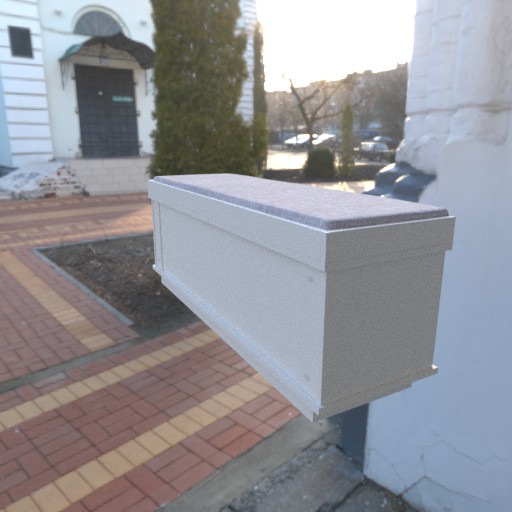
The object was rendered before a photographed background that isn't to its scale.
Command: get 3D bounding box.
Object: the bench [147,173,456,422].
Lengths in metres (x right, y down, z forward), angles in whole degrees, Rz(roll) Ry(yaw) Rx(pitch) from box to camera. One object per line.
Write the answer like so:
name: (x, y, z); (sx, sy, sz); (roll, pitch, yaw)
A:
bench: (0.000, 0.000, 1.446); (0.363, 0.453, 1.196); (-8, 17, -28)
